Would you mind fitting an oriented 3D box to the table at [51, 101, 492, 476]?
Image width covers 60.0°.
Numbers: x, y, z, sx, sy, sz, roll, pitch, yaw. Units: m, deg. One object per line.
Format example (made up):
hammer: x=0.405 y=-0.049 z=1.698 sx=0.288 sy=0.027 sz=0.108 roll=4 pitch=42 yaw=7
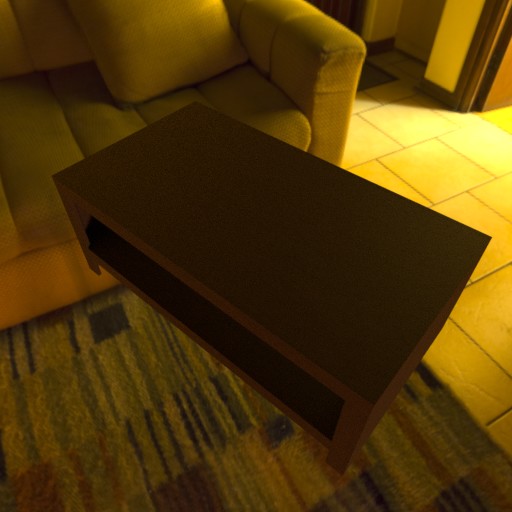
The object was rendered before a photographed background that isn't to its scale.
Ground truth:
table: x=0.000 y=0.000 z=1.391 sx=1.099 sy=0.424 sz=0.597 roll=32 pitch=55 yaw=26
